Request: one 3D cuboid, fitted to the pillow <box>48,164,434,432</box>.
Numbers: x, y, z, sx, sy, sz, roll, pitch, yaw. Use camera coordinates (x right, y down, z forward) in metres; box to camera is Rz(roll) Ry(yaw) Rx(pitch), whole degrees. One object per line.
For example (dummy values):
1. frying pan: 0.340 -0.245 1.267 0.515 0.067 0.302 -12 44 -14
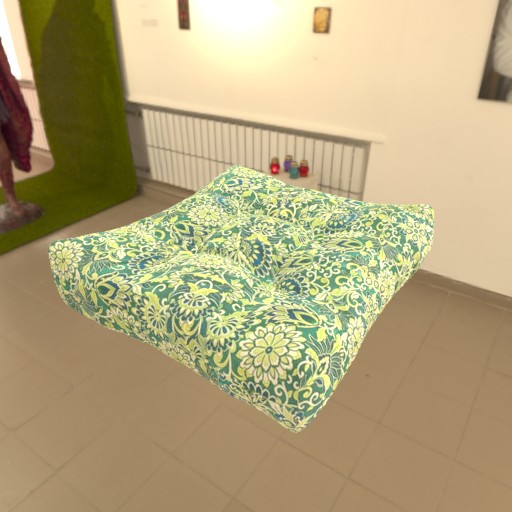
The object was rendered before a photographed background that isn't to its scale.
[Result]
1. pillow: 0.000 0.000 0.745 0.468 0.128 0.490 19 35 29
